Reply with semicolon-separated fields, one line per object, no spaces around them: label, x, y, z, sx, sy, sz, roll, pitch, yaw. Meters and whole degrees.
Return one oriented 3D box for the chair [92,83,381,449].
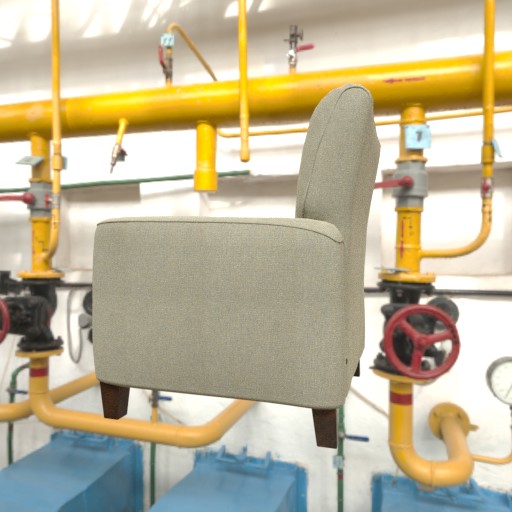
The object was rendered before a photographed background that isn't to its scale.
chair;0.000;0.000;1.612;0.853;1.006;0.850;0;0;18
